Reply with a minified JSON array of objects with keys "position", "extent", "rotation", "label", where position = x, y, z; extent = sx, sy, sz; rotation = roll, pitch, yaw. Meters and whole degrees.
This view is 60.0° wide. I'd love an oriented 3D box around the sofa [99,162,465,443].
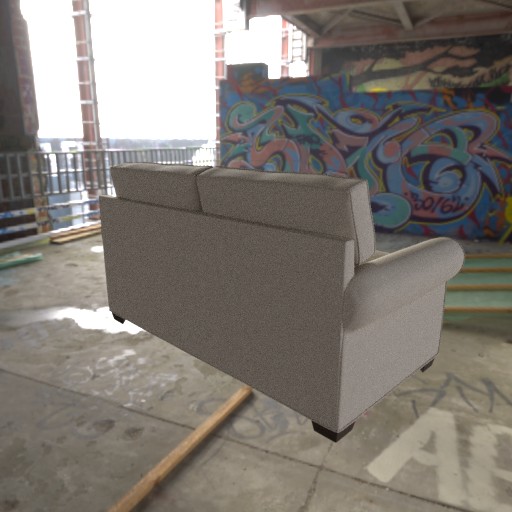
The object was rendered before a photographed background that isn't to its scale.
[{"position":[0.000,0.000,2.276],"extent":[1.774,0.933,0.861],"rotation":[14,20,43],"label":"sofa"}]
